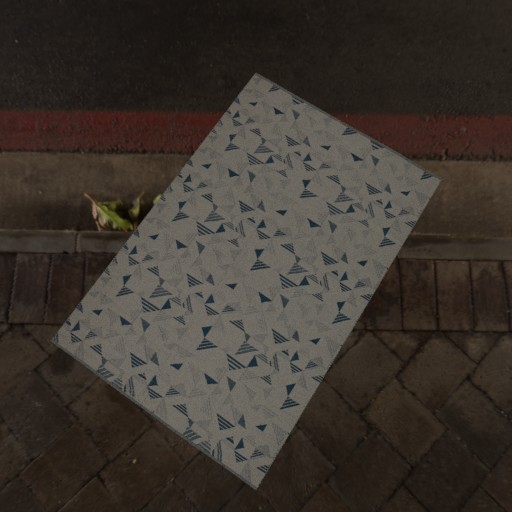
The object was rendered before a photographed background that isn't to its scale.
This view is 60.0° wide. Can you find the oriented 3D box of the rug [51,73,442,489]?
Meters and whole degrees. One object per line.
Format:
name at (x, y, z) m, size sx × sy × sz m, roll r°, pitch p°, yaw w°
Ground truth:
rug at (0.000, 0.000, 2.283) m, size 1.206 × 0.003 × 1.835 m, roll 33°, pitch 78°, yaw 8°
